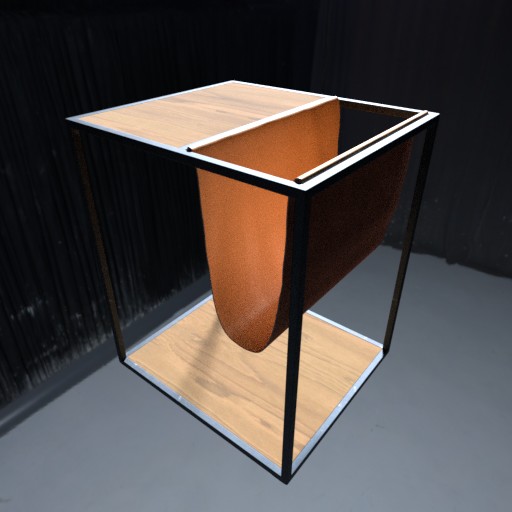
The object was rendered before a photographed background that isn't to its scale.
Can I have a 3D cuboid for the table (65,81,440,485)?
[{"bbox_3d":[0.000,0.000,0.847,0.450,0.536,0.399,23,39,32],"label":"table"}]
